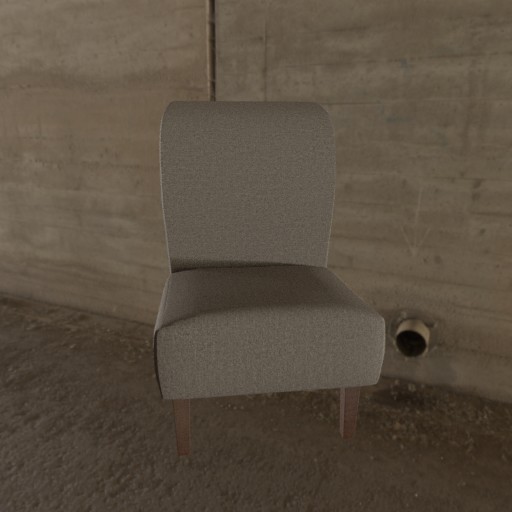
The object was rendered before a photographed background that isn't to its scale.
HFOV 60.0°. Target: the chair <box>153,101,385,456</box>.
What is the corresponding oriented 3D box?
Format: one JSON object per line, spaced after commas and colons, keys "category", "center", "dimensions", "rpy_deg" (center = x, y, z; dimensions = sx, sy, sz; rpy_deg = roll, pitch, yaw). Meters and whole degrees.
{"category": "chair", "center": [0.000, 0.000, 1.171], "dimensions": [0.513, 0.804, 0.592], "rpy_deg": [-2, 16, -8]}
